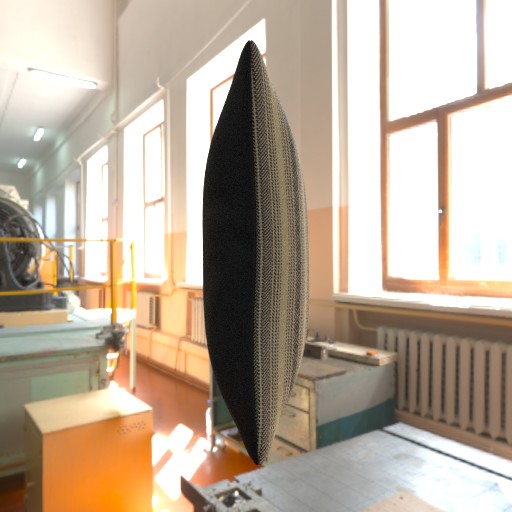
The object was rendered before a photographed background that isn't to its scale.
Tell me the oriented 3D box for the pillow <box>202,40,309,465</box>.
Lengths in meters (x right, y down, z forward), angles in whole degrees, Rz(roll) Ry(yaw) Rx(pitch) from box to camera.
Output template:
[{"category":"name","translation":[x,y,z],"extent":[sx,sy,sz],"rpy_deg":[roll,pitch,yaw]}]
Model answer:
[{"category":"pillow","translation":[0.000,0.000,0.780],"extent":[0.166,0.508,0.520],"rpy_deg":[0,-1,0]}]
